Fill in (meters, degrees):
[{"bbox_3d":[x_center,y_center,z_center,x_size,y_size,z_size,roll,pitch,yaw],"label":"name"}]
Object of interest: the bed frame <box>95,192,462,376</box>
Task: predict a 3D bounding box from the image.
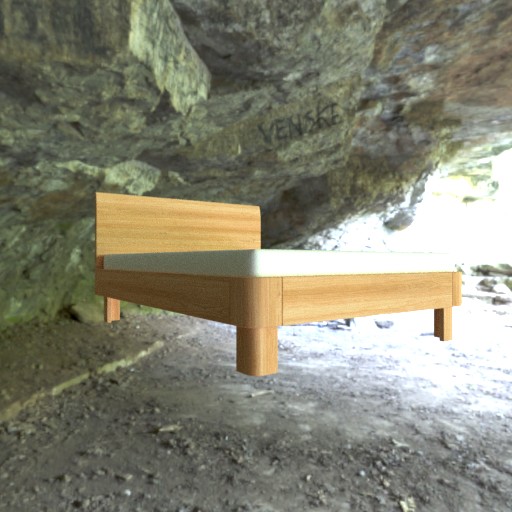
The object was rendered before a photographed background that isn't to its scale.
[{"bbox_3d":[0.000,0.000,2.853,1.472,0.940,1.992,0,-1,-35],"label":"bed frame"}]
